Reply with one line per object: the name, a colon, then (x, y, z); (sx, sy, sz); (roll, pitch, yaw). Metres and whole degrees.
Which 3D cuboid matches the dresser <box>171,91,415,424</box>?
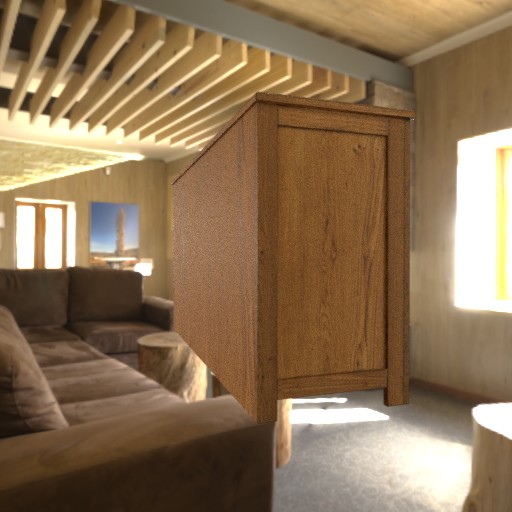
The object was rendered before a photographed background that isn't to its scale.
dresser: (0.000, 0.000, 2.104); (0.563, 0.932, 1.657); (0, 1, -19)
